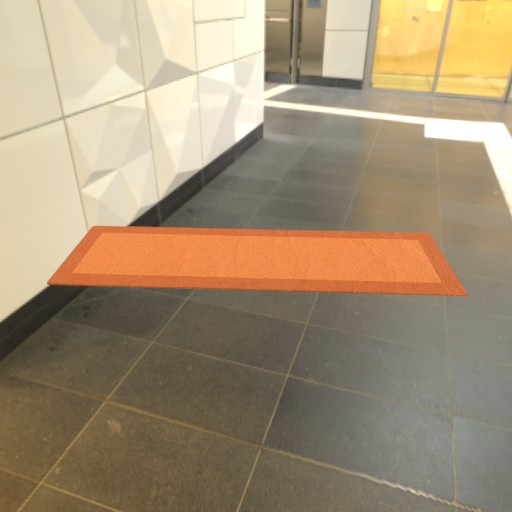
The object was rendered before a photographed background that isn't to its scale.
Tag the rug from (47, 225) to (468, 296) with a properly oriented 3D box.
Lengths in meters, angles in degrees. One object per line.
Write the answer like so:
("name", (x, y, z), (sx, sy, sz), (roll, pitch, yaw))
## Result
("rug", (0.000, 0.000, 2.867), (2.471, 0.013, 0.914), (-1, 30, -1))
